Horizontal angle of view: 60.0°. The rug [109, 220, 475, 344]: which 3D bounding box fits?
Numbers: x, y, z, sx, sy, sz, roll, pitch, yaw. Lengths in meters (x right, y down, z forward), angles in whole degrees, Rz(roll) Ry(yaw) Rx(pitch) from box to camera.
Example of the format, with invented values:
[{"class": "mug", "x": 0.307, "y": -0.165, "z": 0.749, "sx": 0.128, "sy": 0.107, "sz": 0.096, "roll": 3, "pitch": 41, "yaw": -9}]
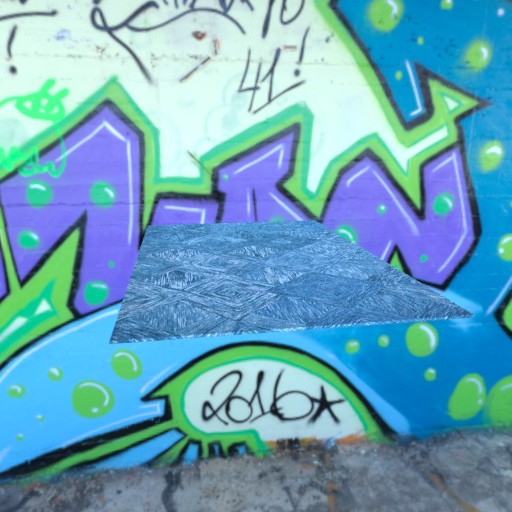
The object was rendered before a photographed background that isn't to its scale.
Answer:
[{"class": "rug", "x": 0.000, "y": 0.000, "z": 2.834, "sx": 1.490, "sy": 0.015, "sz": 2.277, "roll": -3, "pitch": 15, "yaw": -9}]
